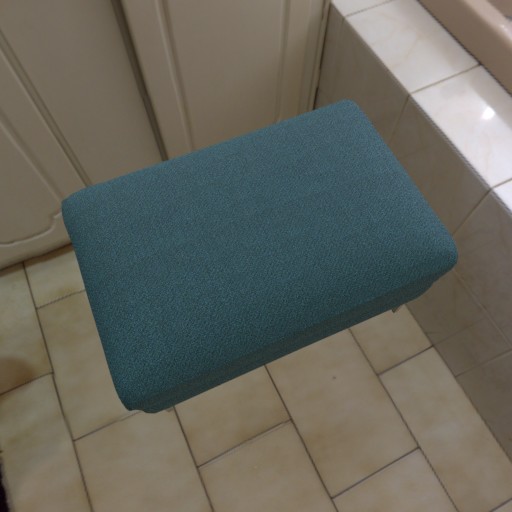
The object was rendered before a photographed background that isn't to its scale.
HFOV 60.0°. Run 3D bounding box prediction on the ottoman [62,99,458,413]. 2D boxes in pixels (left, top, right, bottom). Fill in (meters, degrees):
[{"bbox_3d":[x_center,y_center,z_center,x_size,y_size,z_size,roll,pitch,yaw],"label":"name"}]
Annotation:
[{"bbox_3d":[0.000,0.000,1.227,0.856,0.498,0.563,-22,66,-10],"label":"ottoman"}]
